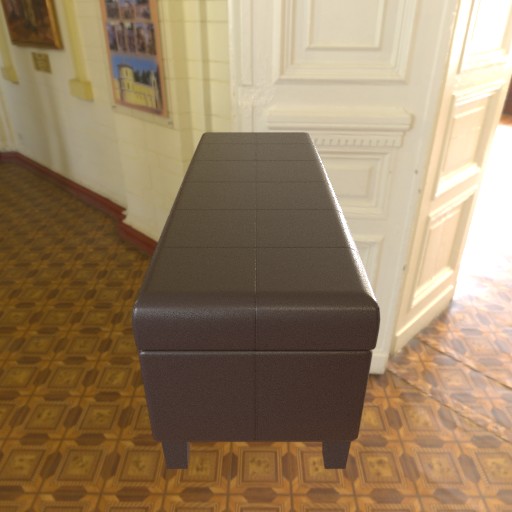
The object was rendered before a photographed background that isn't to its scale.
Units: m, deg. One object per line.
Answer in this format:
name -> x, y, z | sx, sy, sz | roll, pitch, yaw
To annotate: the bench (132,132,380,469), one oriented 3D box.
bench -> 0.000, 0.000, 1.300 | 0.429, 0.457, 1.092 | 0, 30, 0
